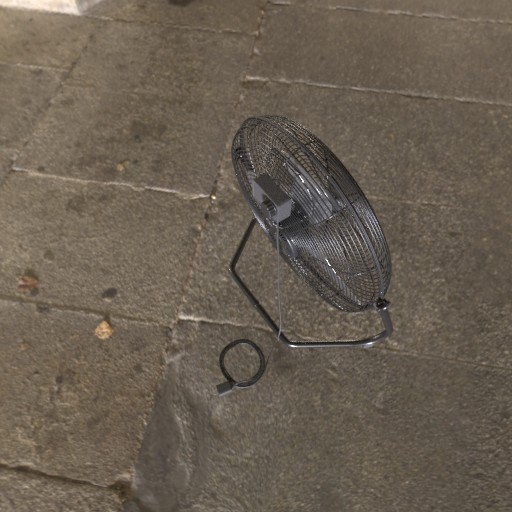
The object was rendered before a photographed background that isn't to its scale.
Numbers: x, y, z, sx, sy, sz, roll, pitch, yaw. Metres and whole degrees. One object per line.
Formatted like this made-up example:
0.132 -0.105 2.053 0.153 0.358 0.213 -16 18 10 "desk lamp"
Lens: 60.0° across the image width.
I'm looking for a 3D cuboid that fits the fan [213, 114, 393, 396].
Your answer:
0.000 0.000 1.046 0.470 0.605 0.595 -31 64 -17 "fan"
